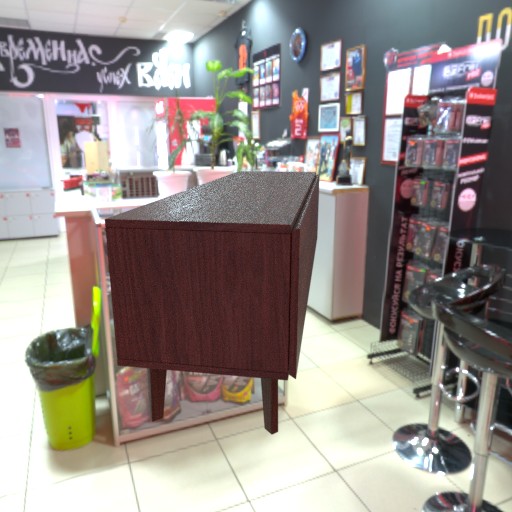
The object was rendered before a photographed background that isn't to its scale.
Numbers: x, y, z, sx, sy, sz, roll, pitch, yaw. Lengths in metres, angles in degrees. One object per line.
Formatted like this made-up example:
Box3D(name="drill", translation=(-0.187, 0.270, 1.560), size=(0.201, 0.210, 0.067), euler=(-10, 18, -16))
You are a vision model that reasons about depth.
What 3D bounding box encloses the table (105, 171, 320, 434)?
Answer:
Box3D(name="table", translation=(0.000, 0.000, 1.617), size=(0.405, 0.508, 1.397), euler=(2, 15, 9))
